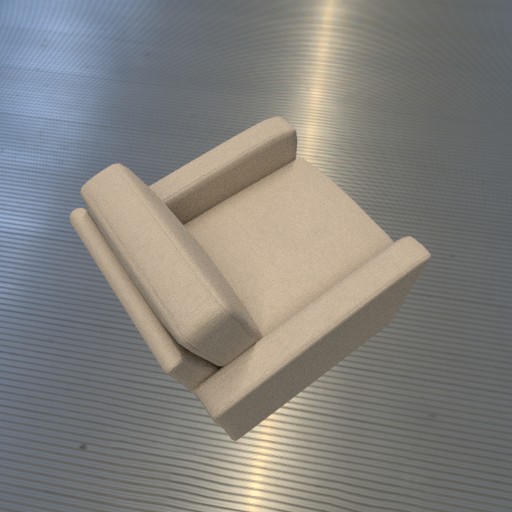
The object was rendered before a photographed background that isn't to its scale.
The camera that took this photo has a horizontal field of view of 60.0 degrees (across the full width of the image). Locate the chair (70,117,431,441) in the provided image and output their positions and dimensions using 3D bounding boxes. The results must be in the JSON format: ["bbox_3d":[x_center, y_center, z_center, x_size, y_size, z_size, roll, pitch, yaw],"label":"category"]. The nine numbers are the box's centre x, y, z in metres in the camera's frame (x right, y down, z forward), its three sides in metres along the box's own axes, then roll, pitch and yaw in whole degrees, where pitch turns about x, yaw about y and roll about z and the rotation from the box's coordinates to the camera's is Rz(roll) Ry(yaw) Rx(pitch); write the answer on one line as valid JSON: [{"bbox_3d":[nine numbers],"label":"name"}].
[{"bbox_3d":[0.000,0.000,1.477,0.888,0.827,0.755,-32,64,-18],"label":"chair"}]
